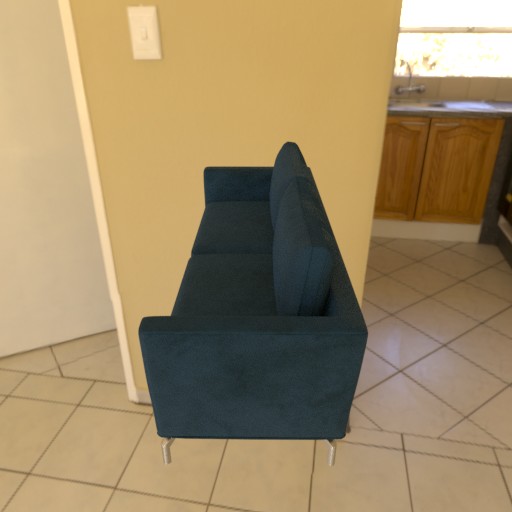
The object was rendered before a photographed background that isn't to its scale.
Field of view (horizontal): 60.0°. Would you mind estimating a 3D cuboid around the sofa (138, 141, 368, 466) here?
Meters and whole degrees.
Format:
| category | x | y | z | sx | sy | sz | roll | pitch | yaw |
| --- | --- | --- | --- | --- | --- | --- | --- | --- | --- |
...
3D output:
| category | x | y | z | sx | sy | sz | roll | pitch | yaw |
| --- | --- | --- | --- | --- | --- | --- | --- | --- | --- |
| sofa | 0.000 | 0.000 | 2.694 | 0.853 | 0.998 | 2.212 | 0 | 27 | 1 |
